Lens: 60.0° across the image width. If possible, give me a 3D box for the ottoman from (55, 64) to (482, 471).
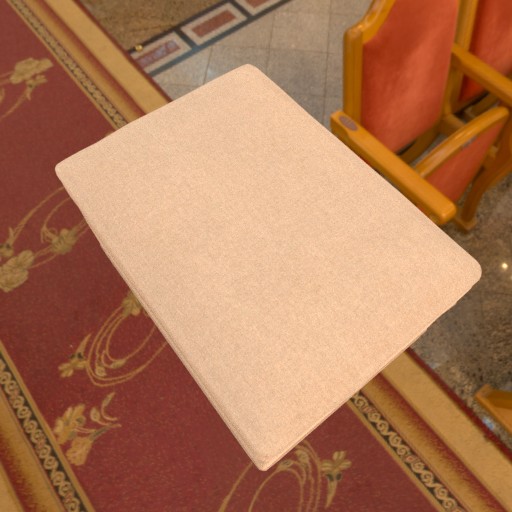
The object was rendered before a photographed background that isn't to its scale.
[{"bbox_3d":[0.000,0.000,1.185,0.617,0.503,0.846,-35,67,-17],"label":"ottoman"}]
